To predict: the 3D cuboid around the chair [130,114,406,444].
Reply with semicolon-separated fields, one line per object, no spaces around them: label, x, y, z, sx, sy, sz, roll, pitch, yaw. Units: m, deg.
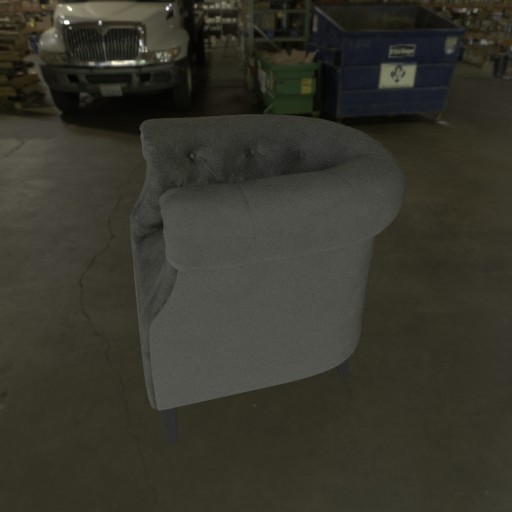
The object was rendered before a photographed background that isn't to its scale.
chair;0.000;0.000;1.557;0.851;0.826;0.904;-8;31;-14
